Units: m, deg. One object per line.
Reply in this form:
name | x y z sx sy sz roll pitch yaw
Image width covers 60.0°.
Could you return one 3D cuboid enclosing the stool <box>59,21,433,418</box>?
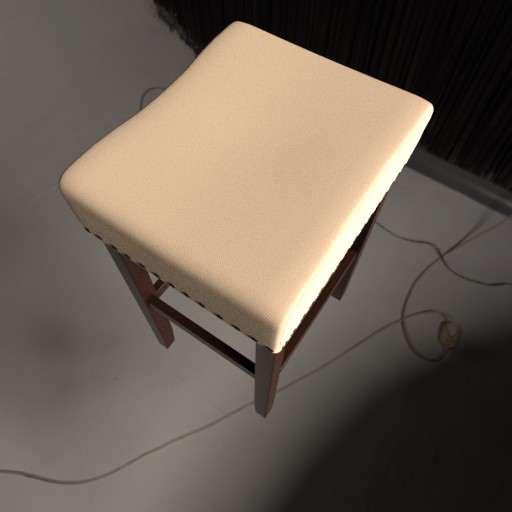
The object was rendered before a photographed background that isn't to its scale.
stool | 0.000 0.000 1.002 0.401 0.762 0.471 31 65 16
